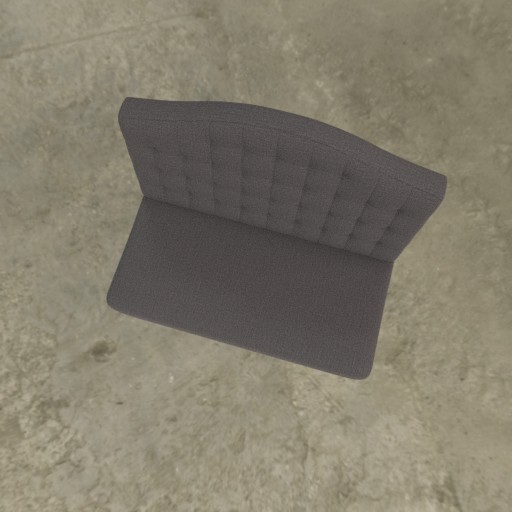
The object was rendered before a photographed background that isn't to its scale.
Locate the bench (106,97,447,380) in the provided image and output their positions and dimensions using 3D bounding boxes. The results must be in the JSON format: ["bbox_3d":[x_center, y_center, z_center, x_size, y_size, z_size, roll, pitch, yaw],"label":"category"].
[{"bbox_3d":[0.000,0.000,2.076,1.335,1.180,0.815,15,75,4],"label":"bench"}]
